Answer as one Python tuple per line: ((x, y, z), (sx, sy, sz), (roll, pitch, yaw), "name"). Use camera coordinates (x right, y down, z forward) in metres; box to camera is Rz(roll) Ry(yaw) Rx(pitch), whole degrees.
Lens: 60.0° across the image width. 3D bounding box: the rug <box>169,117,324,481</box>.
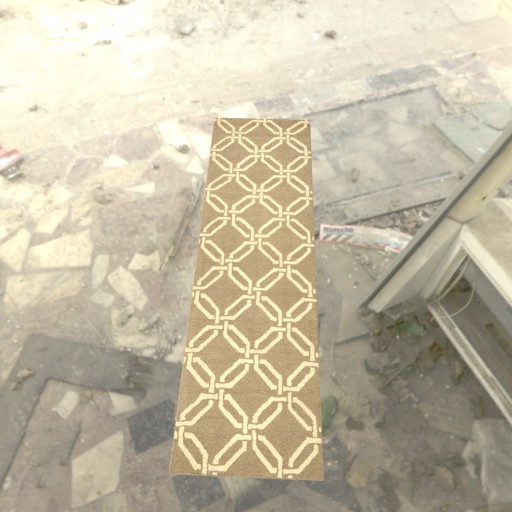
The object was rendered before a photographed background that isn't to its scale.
((0.000, 0.000, 2.533), (0.678, 0.014, 2.276), (2, 58, 1), "rug")
